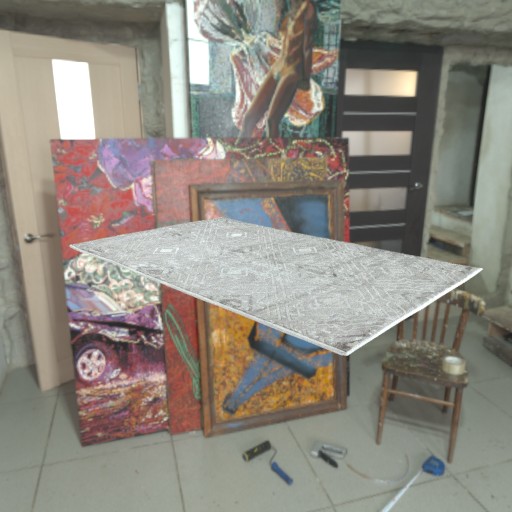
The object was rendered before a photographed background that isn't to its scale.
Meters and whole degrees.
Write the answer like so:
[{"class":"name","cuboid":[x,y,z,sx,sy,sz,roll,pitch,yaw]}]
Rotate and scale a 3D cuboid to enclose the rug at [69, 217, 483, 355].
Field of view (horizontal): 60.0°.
[{"class":"rug","cuboid":[0.000,0.000,3.043,2.447,0.036,1.537,15,21,42]}]
